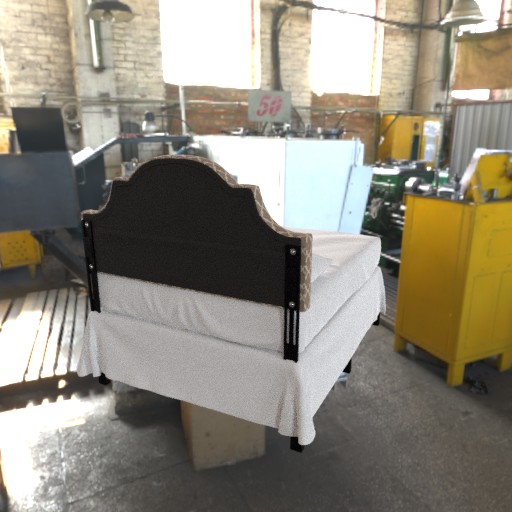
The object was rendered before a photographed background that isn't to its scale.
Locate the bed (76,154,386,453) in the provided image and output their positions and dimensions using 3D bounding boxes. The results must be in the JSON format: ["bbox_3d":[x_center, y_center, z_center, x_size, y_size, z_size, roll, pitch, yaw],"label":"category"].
[{"bbox_3d":[0.000,0.000,3.480,1.780,1.633,2.222,8,18,26],"label":"bed"}]
